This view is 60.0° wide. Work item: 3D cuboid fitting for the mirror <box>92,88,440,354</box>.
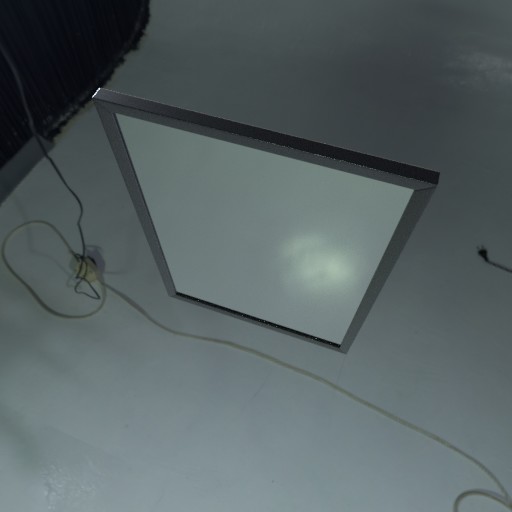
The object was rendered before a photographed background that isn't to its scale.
[{"bbox_3d":[0.000,0.000,1.370,0.762,1.016,0.040,17,60,10],"label":"mirror"}]
